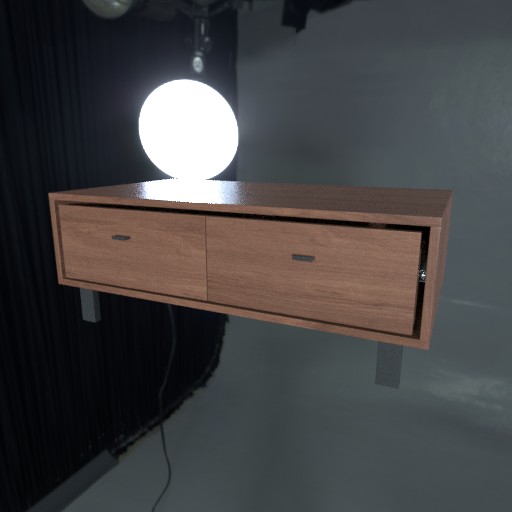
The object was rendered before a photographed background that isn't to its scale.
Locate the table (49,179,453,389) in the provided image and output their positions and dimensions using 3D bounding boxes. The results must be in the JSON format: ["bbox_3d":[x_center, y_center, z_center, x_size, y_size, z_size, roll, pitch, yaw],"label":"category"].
[{"bbox_3d":[0.000,0.000,1.318,1.020,0.380,0.600,7,15,24],"label":"table"}]
